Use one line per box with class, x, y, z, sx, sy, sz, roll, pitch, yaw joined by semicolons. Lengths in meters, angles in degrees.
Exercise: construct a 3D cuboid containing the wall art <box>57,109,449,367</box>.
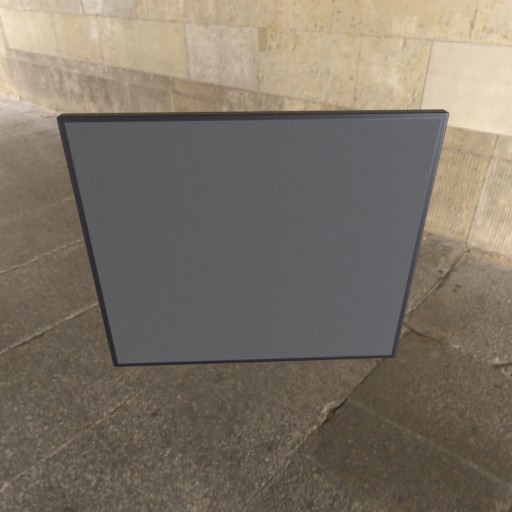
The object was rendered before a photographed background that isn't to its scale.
wall art;0.000;0.000;0.712;0.521;0.450;0.018;-1;31;-2
